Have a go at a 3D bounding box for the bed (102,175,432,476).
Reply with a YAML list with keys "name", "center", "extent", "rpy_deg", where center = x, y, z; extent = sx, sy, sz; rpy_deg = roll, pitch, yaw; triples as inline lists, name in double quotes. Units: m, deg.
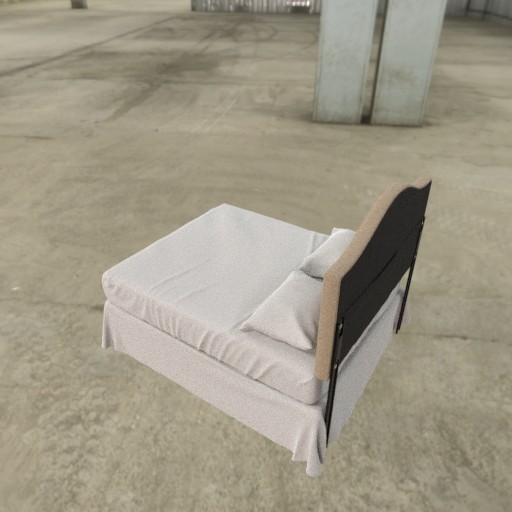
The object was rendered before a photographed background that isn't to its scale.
- name: "bed"
  center: [0.000, 0.000, 3.546]
  extent: [2.221, 1.645, 1.876]
  rpy_deg: [20, 37, 29]
